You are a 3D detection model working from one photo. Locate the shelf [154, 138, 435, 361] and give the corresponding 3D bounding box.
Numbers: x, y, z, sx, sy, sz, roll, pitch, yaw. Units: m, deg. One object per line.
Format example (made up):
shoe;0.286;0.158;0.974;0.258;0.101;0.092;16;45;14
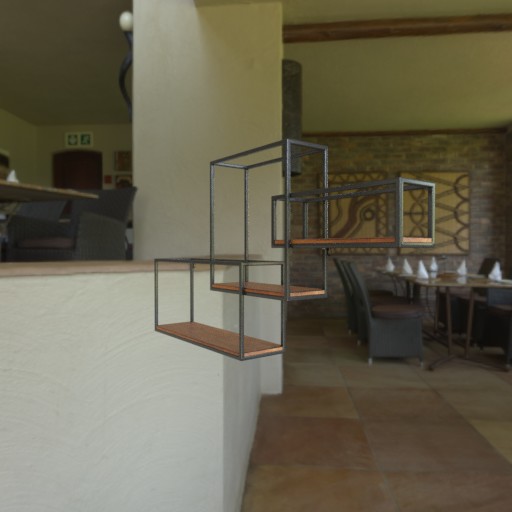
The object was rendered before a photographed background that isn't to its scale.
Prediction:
shelf;0.000;0.000;2.179;0.275;0.972;1.781;-1;1;-37
